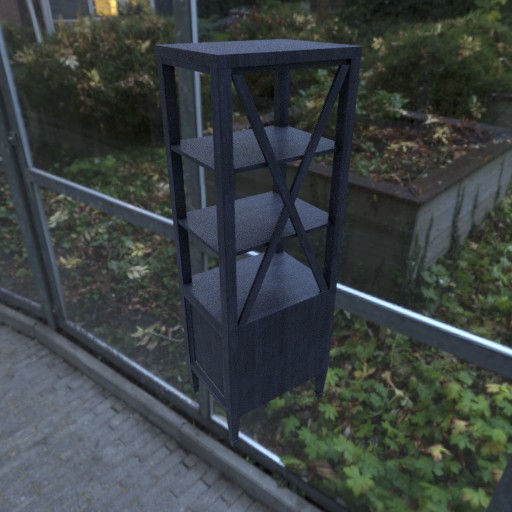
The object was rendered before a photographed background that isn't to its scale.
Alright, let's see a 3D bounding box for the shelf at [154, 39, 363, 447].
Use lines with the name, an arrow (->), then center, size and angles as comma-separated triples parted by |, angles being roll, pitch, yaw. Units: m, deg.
shelf -> 0.000, 0.000, 2.007 | 0.584, 1.727, 0.472 | -18, 34, -29
